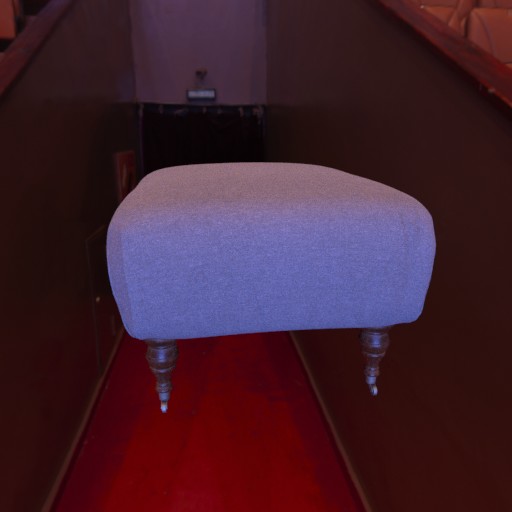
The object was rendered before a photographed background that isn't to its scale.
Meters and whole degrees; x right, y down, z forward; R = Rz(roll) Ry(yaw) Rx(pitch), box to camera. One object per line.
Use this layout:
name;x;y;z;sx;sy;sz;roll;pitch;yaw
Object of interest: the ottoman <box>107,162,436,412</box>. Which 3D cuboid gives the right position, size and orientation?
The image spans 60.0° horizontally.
ottoman;0.000;0.000;1.138;0.622;0.450;0.747;-2;16;-8
